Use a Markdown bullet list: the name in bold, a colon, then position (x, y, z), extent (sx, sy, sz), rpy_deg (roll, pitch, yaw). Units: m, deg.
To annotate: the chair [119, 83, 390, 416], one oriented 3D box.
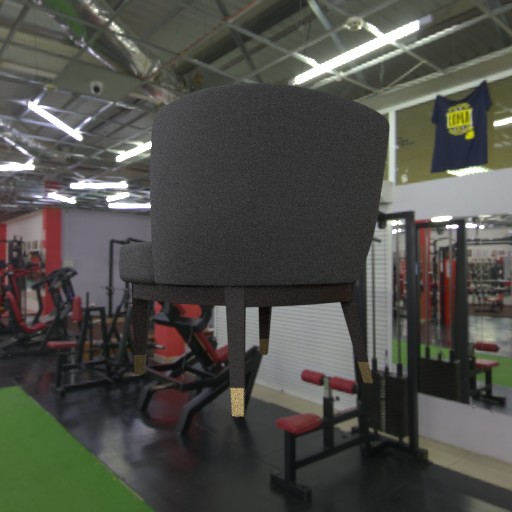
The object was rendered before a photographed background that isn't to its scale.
- **chair**: position (0.000, 0.000, 1.262), extent (0.639, 0.695, 0.698), rpy_deg (1, -2, -38)
